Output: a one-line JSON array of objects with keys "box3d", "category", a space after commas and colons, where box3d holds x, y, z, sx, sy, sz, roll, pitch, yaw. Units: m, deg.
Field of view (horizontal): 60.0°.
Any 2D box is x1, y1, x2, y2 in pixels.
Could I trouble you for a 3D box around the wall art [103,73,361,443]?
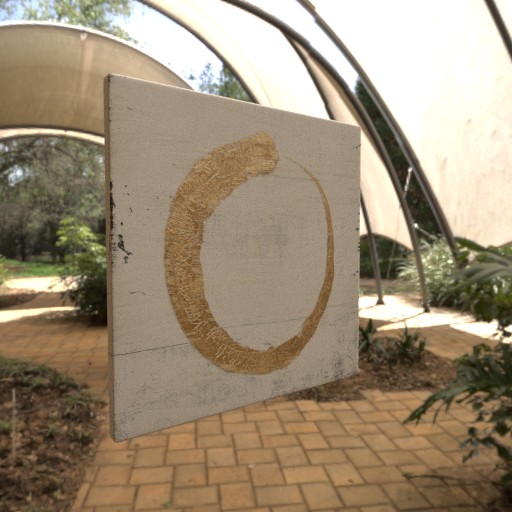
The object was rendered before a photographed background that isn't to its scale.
[{"box3d": [0.000, 0.000, 1.147, 0.762, 0.762, 0.038, -2, 4, -36], "category": "wall art"}]
